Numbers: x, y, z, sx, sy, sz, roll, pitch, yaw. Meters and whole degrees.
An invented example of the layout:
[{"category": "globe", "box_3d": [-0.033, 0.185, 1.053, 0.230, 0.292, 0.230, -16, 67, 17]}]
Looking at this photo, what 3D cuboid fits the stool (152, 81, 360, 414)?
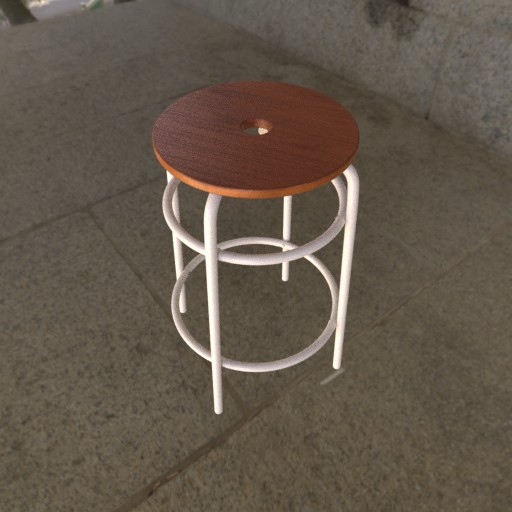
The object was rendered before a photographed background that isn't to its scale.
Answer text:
[{"category": "stool", "box_3d": [0.000, 0.000, 0.942, 0.455, 0.610, 0.455, 17, 49, 16]}]
